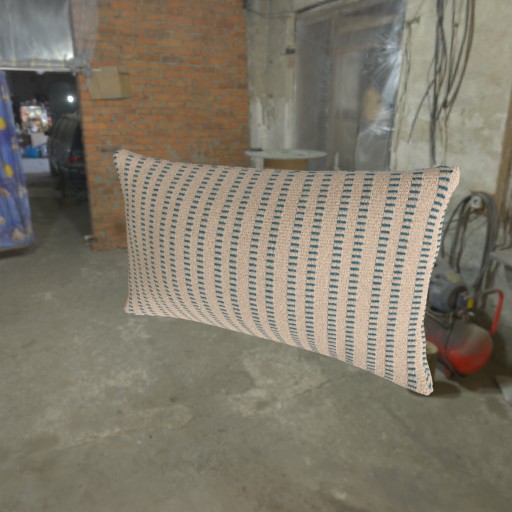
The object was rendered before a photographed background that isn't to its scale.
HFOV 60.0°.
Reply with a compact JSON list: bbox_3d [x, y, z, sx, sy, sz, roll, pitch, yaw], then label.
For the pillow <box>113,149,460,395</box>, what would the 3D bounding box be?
[{"bbox_3d":[0.000,0.000,0.794,0.640,0.353,0.210,9,20,27],"label":"pillow"}]
